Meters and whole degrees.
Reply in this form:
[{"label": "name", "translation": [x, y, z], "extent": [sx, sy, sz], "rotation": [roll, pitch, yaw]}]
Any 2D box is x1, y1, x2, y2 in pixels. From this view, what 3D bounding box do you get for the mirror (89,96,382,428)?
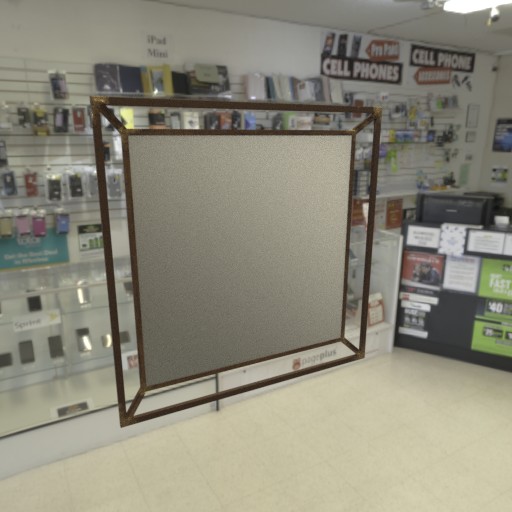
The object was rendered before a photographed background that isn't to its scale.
[{"label": "mirror", "translation": [0.000, 0.000, 0.933], "extent": [0.610, 0.610, 0.032], "rotation": [-8, 17, -26]}]
